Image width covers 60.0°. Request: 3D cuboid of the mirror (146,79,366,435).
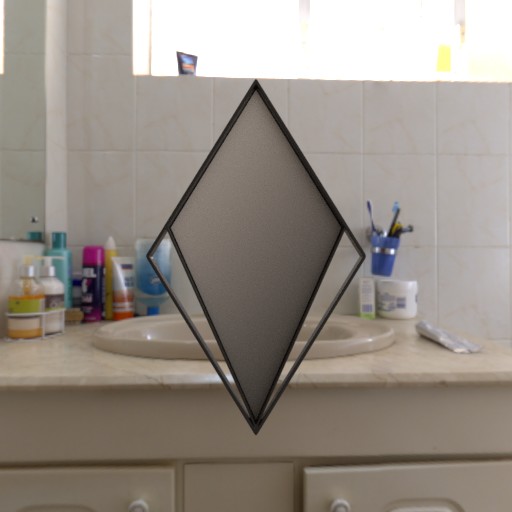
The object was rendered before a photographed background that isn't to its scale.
[{"bbox_3d":[0.000,0.000,0.860,0.419,0.679,0.032,0,-1,0],"label":"mirror"}]
